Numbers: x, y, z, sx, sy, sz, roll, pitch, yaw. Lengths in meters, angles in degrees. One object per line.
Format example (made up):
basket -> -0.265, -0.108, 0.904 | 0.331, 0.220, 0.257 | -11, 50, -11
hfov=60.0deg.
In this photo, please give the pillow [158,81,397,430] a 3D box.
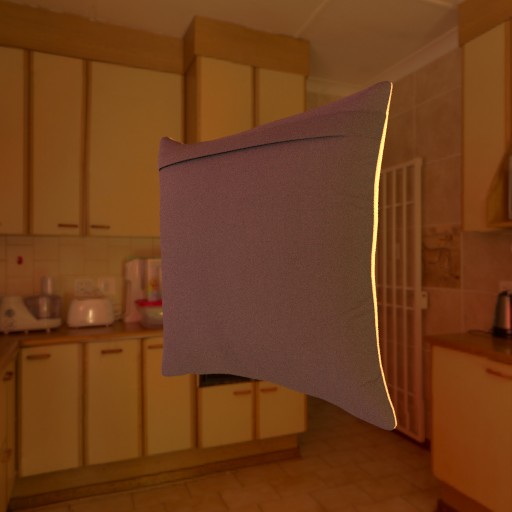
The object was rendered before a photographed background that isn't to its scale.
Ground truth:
pillow -> 0.000, 0.000, 0.633 | 0.405, 0.406, 0.173 | 0, -1, 38
